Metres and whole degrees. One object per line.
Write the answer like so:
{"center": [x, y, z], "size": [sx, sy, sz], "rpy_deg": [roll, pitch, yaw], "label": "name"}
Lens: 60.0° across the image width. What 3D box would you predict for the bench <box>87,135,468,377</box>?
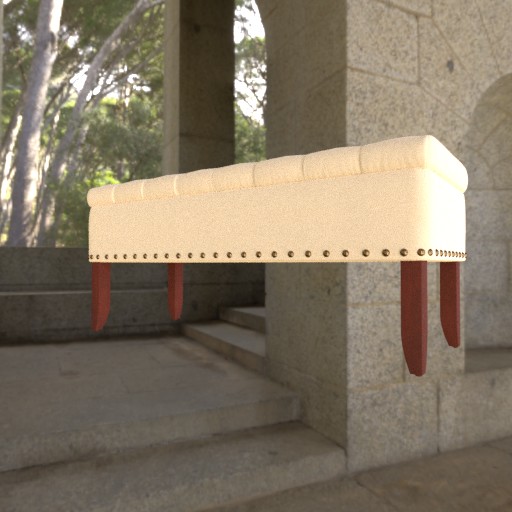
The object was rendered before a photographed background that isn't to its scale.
{"center": [0.000, 0.000, 1.262], "size": [1.054, 0.470, 0.400], "rpy_deg": [-1, -1, 35], "label": "bench"}
